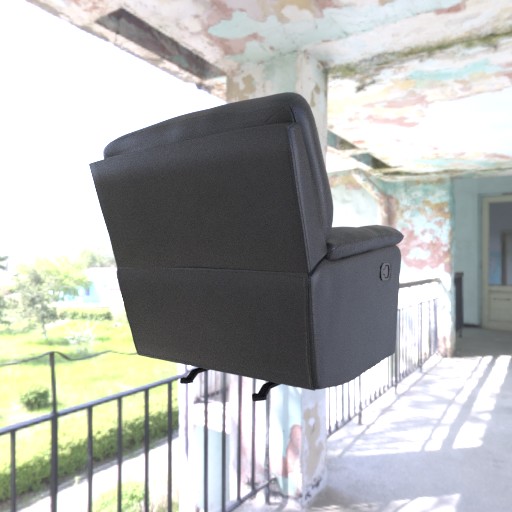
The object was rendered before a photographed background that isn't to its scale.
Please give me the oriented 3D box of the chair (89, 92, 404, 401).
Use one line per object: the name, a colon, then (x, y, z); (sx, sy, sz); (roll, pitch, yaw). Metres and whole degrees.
chair: (0.000, 0.000, 2.028); (1.096, 1.109, 1.087); (0, 0, 36)
